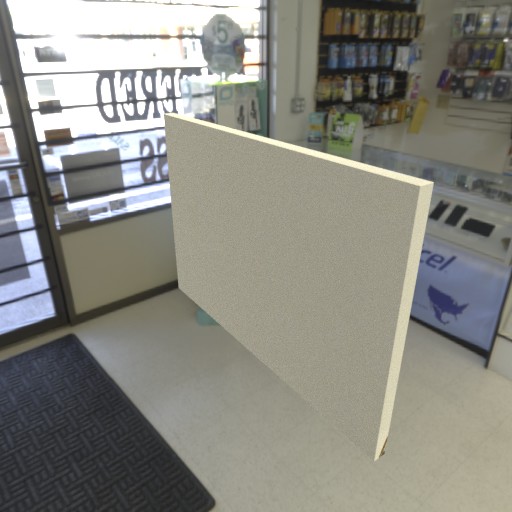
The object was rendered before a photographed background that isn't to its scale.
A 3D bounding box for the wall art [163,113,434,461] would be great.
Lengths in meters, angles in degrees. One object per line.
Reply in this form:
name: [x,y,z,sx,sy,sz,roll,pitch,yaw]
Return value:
wall art: [0.000,0.000,1.139,0.038,0.601,0.898,-18,31,-32]
